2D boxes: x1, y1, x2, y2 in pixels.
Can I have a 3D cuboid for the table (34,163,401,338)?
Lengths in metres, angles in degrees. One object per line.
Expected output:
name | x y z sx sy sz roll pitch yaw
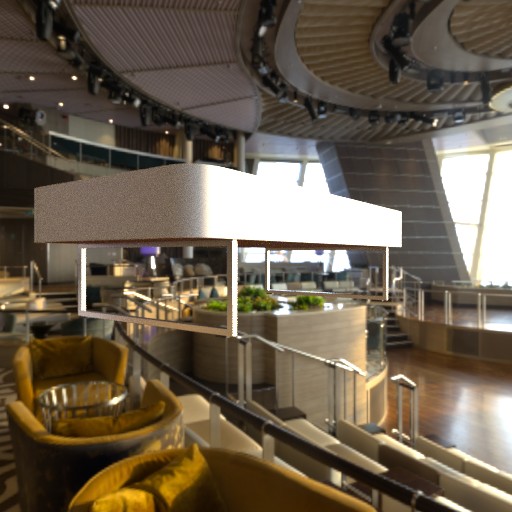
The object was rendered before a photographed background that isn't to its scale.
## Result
table | 0.000 0.000 1.446 0.600 0.340 1.200 0 0 36
